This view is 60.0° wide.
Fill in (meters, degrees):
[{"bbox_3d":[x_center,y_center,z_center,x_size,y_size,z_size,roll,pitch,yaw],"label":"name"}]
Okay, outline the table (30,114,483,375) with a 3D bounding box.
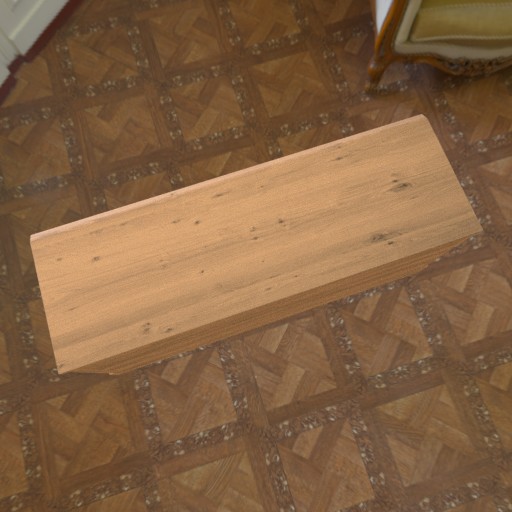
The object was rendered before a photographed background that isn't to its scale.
[{"bbox_3d":[0.000,0.000,1.478,1.200,0.510,0.400,-18,76,-5],"label":"table"}]
